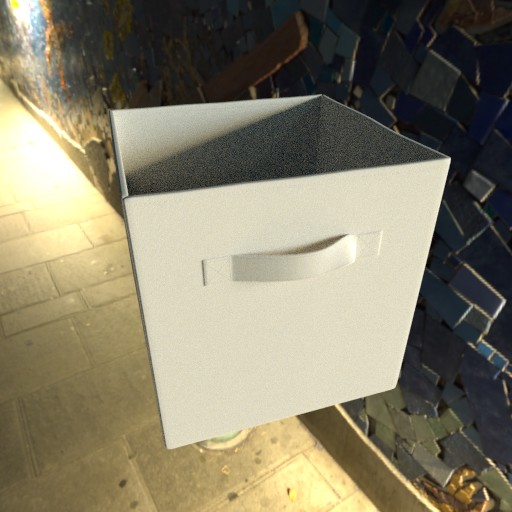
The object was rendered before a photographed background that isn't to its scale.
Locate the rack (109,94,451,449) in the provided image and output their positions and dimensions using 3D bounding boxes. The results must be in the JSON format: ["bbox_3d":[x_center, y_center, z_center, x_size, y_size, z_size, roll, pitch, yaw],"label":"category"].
[{"bbox_3d":[0.000,0.000,0.500,0.270,0.280,0.270,-10,33,-15],"label":"rack"}]
